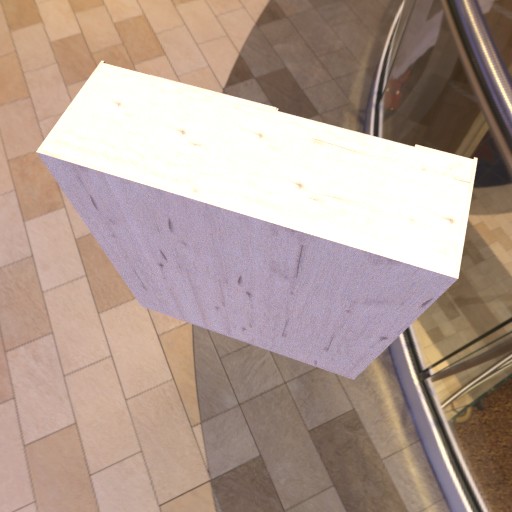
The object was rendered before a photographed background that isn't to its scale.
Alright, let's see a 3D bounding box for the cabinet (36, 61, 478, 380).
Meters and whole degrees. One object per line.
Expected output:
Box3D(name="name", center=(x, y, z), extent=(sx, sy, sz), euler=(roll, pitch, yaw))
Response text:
Box3D(name="cabinet", center=(0.000, 0.000, 3.091), extent=(2.000, 2.180, 0.660), euler=(17, 65, 8))
